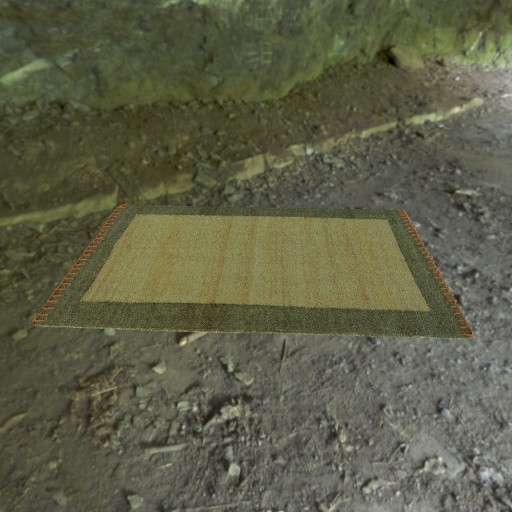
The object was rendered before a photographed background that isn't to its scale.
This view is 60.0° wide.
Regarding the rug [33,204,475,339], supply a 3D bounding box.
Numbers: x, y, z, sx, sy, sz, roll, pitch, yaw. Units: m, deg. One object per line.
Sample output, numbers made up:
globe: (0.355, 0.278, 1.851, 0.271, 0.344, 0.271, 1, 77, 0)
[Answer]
rug: (0.000, 0.000, 2.320, 1.838, 0.019, 1.220, 1, 31, 2)
